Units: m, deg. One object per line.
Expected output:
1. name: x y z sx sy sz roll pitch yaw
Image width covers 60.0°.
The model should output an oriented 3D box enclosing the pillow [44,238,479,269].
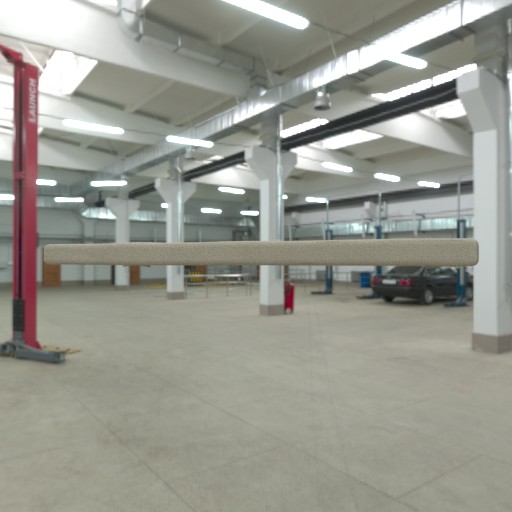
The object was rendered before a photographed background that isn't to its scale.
1. pillow: 0.000 0.000 1.330 1.187 0.081 0.492 0 -1 18
